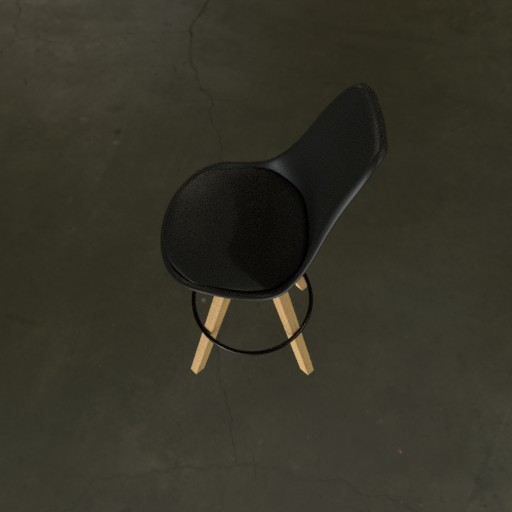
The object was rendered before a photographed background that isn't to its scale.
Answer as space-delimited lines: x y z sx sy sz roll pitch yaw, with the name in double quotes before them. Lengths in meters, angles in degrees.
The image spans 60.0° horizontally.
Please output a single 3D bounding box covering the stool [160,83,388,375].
"stool" 0.000 0.000 1.410 0.550 1.115 0.485 0 58 0
